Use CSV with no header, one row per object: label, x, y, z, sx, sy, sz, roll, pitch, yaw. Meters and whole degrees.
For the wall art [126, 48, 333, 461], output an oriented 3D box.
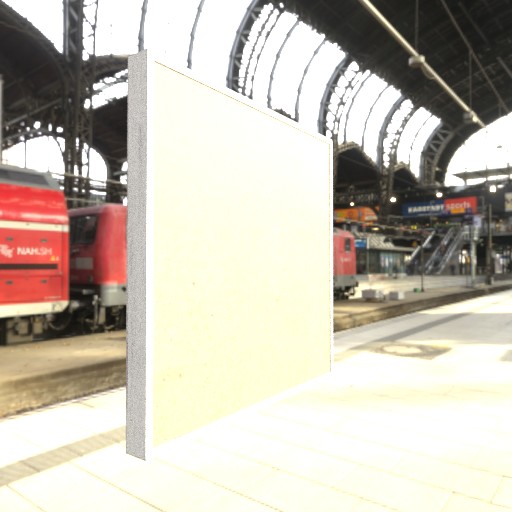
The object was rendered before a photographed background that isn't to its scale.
wall art,0.000,0.000,0.761,0.038,0.508,0.508,-1,-1,36
